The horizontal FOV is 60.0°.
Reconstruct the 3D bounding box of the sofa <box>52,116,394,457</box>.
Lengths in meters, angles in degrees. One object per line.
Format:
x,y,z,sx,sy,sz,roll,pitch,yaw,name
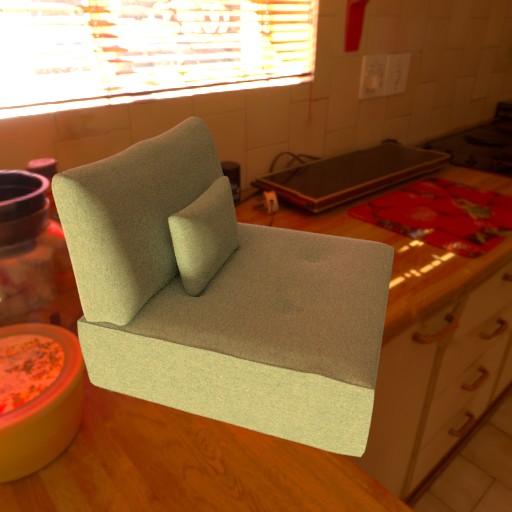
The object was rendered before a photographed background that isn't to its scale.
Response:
0.000,0.000,1.683,1.000,0.820,0.930,9,30,16,sofa
